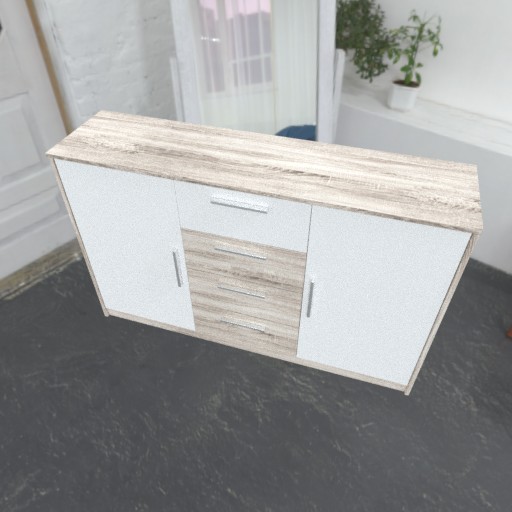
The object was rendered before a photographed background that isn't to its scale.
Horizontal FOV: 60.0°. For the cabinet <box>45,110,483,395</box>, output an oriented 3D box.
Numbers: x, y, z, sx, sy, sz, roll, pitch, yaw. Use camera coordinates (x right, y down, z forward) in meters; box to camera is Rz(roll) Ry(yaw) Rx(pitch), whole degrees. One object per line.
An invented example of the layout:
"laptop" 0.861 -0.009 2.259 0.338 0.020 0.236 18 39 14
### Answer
"cabinet" 0.000 0.000 1.834 1.450 0.900 0.380 12 44 13
